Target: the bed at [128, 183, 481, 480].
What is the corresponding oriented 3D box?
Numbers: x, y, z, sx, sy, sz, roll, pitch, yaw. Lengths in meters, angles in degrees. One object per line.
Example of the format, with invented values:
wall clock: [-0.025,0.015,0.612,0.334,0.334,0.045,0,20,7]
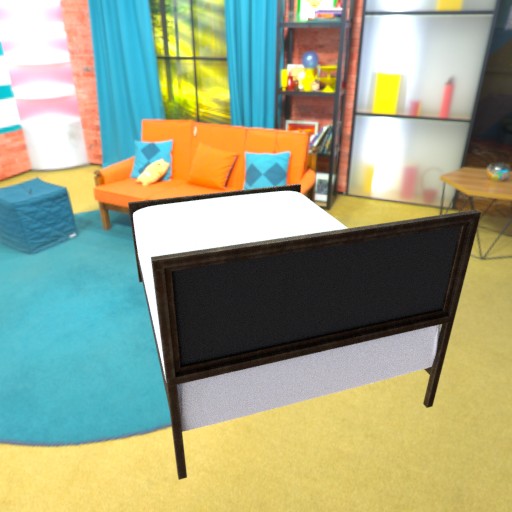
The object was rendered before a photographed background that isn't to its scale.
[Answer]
bed: [0.000,0.000,3.202,1.607,1.313,2.221,-9,29,-16]
